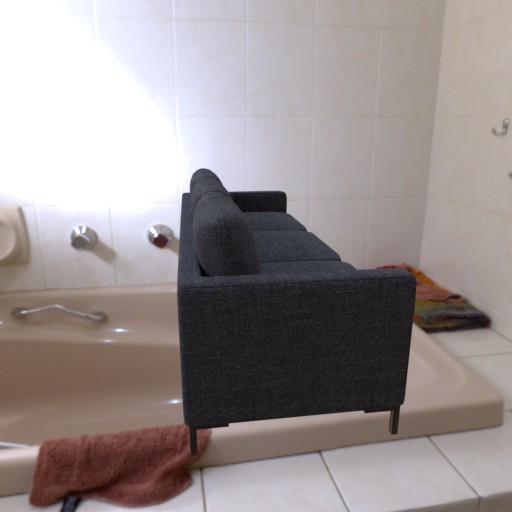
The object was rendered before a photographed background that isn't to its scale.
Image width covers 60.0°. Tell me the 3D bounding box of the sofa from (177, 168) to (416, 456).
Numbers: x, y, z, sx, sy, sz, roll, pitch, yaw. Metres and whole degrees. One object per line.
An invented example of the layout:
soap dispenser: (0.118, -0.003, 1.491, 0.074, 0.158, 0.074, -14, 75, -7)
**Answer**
sofa: (0.000, 0.000, 2.596, 0.859, 0.874, 2.218, -2, 16, -8)
